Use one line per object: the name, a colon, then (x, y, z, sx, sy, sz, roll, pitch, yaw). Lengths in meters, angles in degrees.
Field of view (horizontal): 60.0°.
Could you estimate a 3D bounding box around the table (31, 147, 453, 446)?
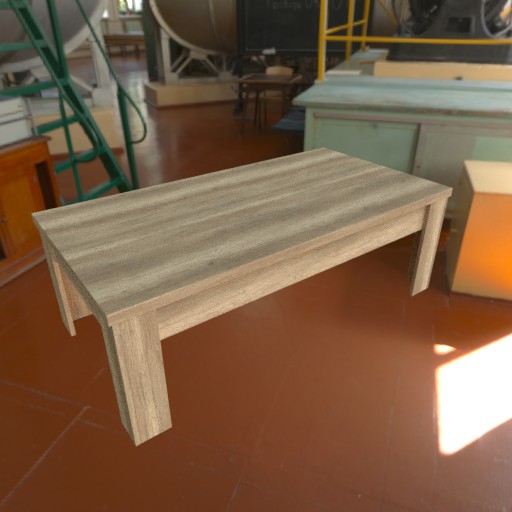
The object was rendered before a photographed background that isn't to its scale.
table: (0.000, 0.000, 1.697, 1.350, 0.460, 0.700, -20, 35, -31)
